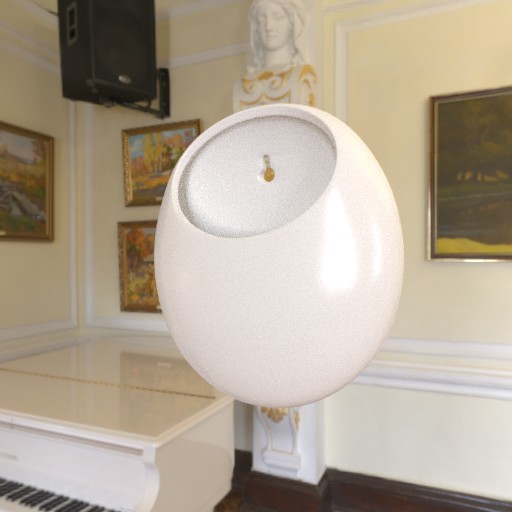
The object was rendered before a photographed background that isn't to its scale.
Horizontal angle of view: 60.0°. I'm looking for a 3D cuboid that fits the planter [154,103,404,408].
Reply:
[{"bbox_3d":[0.000,0.000,0.279,0.185,0.188,0.043,0,-1,36],"label":"planter"}]
